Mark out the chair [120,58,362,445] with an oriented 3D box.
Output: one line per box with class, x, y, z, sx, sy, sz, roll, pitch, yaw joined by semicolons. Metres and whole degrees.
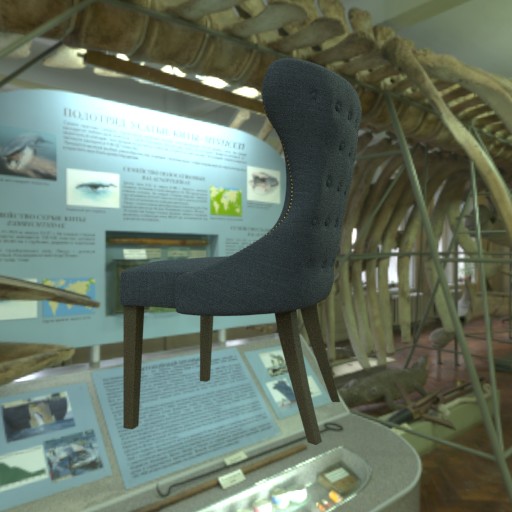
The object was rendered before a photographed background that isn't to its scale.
chair;0.000;0.000;1.387;0.635;0.967;0.628;0;1;19
